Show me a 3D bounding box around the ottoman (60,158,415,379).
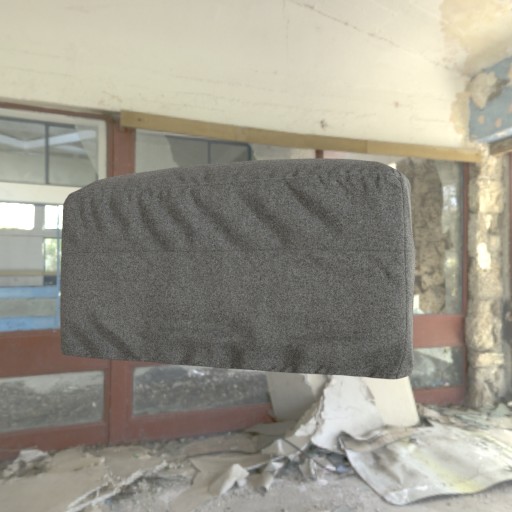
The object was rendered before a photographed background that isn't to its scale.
[{"bbox_3d":[0.000,0.000,1.254,0.837,0.481,0.683,0,-1,18],"label":"ottoman"}]
